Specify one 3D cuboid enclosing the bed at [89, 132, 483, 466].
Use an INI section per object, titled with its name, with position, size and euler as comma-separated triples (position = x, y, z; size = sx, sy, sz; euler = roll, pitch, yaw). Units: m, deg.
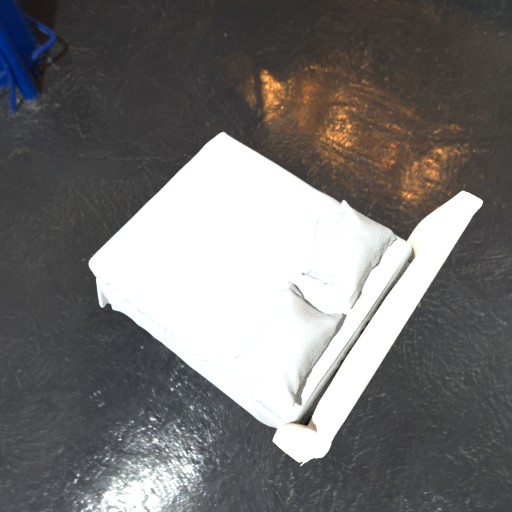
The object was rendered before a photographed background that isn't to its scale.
[bed]
position = 0.000, 0.000, 3.394
size = 2.276, 1.332, 1.925
euler = 34, 68, 16
